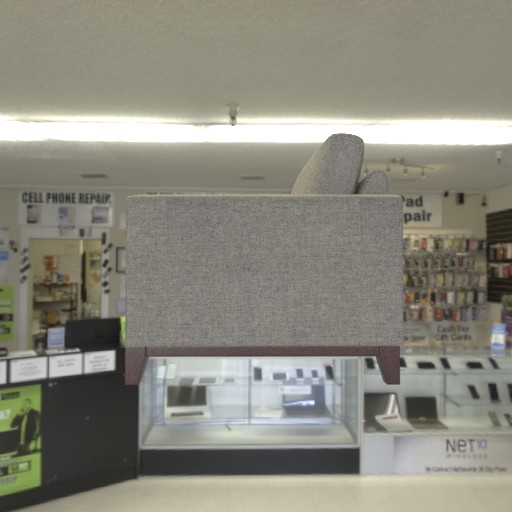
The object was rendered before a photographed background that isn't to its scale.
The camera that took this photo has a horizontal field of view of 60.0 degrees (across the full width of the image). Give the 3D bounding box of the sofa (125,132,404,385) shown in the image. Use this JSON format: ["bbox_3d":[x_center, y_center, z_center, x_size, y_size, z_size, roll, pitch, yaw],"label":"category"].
[{"bbox_3d":[0.000,0.000,2.441,0.969,0.892,1.978,0,-1,0],"label":"sofa"}]
